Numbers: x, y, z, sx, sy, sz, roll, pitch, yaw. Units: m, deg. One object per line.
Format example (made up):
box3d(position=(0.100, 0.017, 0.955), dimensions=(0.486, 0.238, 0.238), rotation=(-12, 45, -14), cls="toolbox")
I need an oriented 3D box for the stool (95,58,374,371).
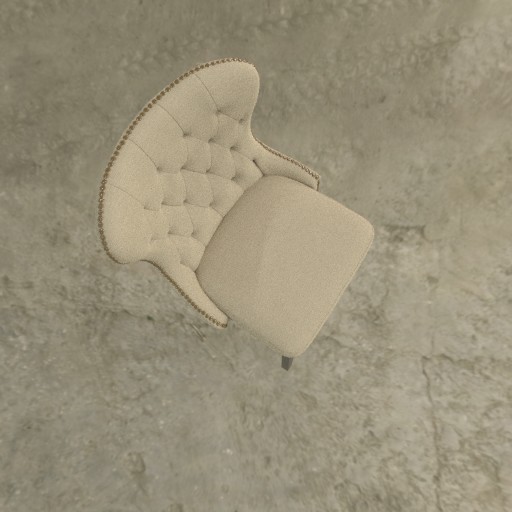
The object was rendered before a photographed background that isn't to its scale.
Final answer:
box3d(position=(0.000, 0.000, 1.376), dimensions=(0.605, 1.066, 0.528), rotation=(33, 78, 8), cls="stool")
